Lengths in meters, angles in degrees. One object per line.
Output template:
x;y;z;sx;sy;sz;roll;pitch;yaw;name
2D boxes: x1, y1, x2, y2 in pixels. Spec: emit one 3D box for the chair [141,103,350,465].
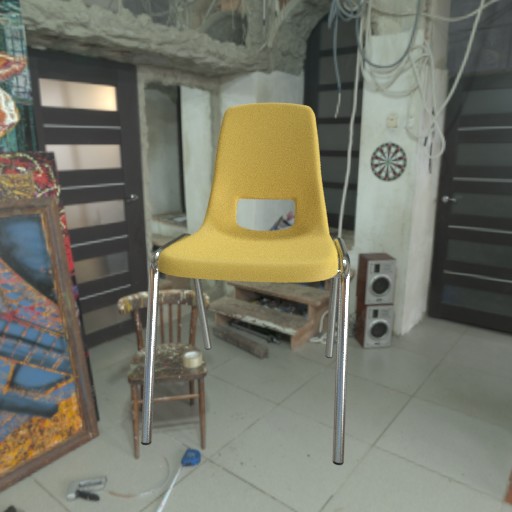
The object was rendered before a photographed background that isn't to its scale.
0.000;0.000;0.941;0.381;0.653;0.436;2;14;8;chair
